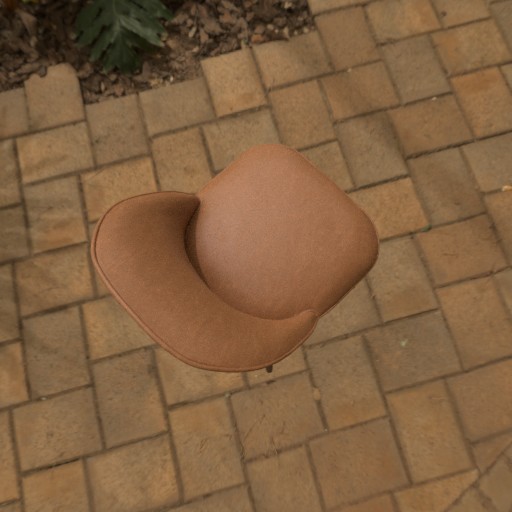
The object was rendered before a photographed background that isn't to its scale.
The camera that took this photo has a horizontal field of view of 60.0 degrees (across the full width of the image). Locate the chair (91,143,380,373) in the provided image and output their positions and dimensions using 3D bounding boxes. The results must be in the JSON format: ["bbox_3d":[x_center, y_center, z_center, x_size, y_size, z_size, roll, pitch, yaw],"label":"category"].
[{"bbox_3d":[0.000,0.000,1.236,0.631,0.831,0.521,-43,79,-10],"label":"chair"}]
